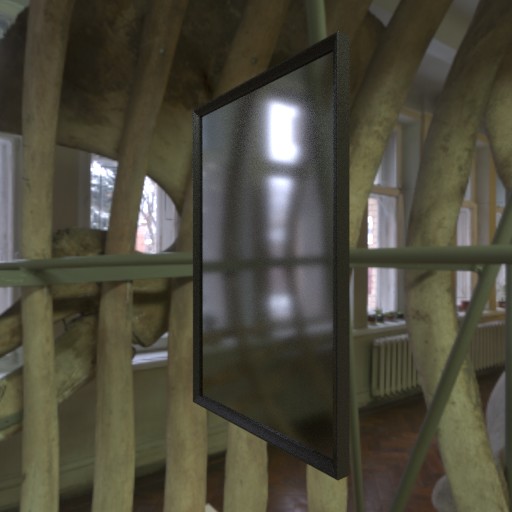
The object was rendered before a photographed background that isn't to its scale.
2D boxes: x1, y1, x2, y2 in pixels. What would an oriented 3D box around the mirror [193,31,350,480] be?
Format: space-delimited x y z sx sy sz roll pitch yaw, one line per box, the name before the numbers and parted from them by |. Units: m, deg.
mirror | 0.000 0.000 1.158 0.041 0.915 0.609 0 0 -37
